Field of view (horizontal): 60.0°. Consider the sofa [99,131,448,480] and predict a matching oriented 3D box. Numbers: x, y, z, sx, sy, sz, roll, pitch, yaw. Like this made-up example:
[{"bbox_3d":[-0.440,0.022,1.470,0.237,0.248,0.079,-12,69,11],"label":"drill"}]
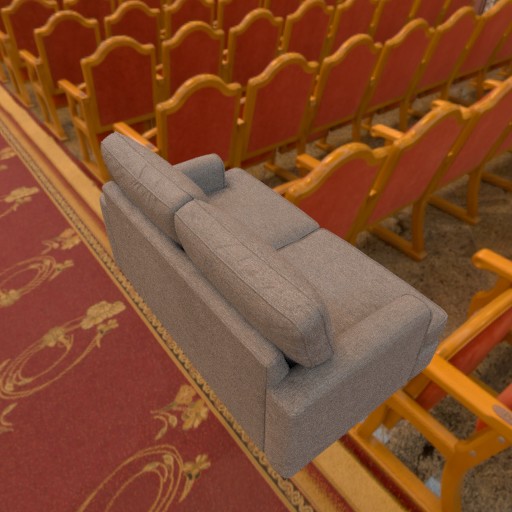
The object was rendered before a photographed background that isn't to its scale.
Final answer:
[{"bbox_3d":[0.000,0.000,2.195,0.965,0.965,1.651,-26,47,-27],"label":"sofa"}]
